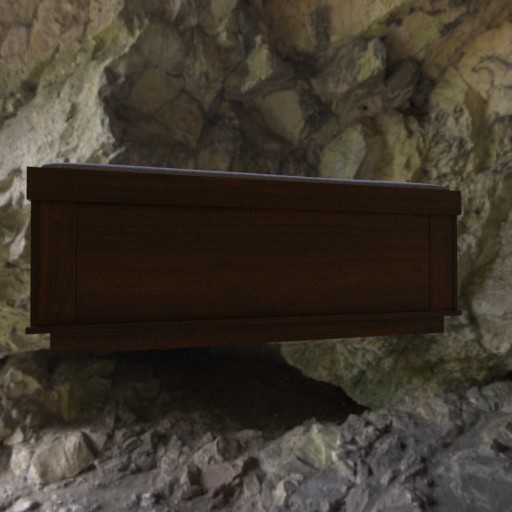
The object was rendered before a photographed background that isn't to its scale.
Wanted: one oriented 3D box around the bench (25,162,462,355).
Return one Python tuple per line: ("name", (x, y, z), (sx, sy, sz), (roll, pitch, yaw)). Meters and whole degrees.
("bench", (0.000, 0.000, 1.349), (1.196, 0.468, 0.367), (0, -1, -17))
